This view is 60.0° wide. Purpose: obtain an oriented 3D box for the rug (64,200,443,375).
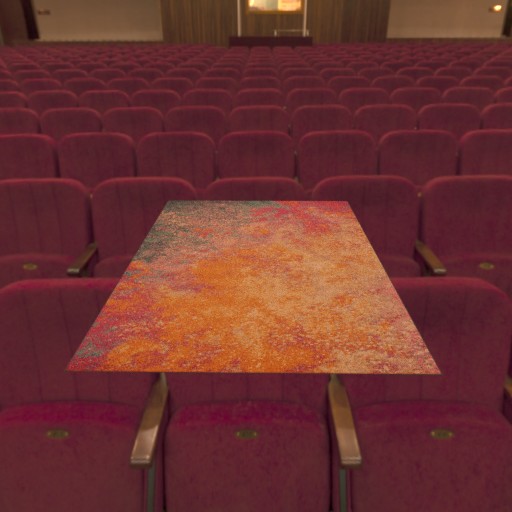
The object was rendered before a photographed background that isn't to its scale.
[{"bbox_3d":[0.000,0.000,3.645,2.007,0.013,2.896,0,25,1],"label":"rug"}]
